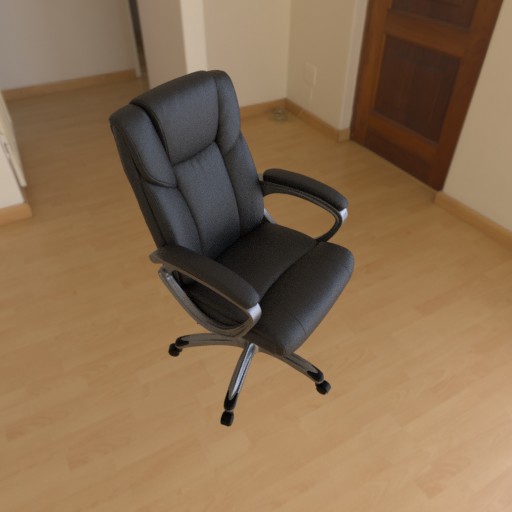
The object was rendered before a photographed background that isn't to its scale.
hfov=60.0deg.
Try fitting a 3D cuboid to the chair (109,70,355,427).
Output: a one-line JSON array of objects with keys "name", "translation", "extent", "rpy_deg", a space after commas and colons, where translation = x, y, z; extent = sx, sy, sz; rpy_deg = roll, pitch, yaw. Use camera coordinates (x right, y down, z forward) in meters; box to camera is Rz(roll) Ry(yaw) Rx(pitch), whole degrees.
[{"name": "chair", "translation": [0.000, 0.000, 1.602], "extent": [0.719, 1.130, 0.721], "rpy_deg": [25, 46, 26]}]
